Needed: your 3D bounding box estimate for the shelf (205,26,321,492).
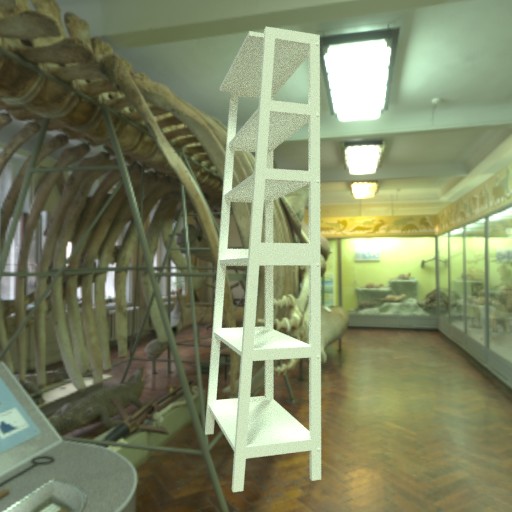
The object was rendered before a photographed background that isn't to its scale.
[{"bbox_3d":[0.000,0.000,2.146,0.381,1.892,0.660,0,-1,-16],"label":"shelf"}]
